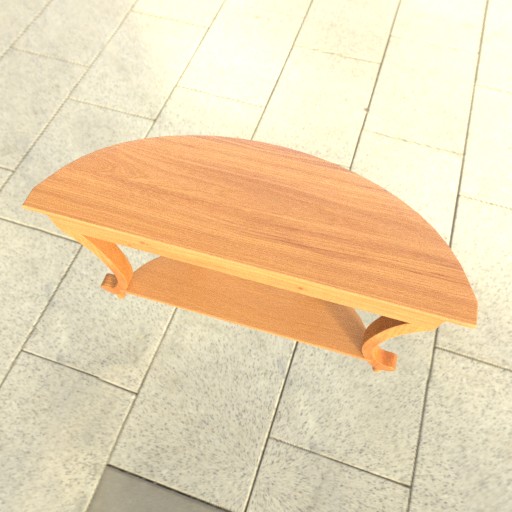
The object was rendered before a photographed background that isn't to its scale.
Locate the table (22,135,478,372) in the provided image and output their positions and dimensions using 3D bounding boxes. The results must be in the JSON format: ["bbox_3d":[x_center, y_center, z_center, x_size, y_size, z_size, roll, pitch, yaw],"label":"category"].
[{"bbox_3d":[0.000,0.000,1.510,1.198,0.692,0.394,15,64,7],"label":"table"}]
